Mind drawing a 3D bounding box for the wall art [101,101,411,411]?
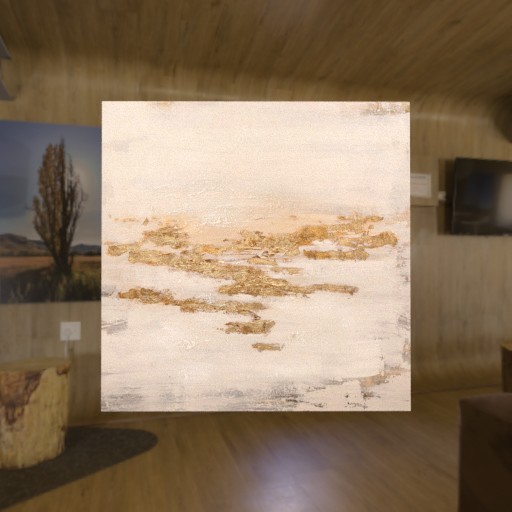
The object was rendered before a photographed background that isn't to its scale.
[{"bbox_3d":[0.000,0.000,1.098,0.753,0.755,0.038,0,0,0],"label":"wall art"}]
